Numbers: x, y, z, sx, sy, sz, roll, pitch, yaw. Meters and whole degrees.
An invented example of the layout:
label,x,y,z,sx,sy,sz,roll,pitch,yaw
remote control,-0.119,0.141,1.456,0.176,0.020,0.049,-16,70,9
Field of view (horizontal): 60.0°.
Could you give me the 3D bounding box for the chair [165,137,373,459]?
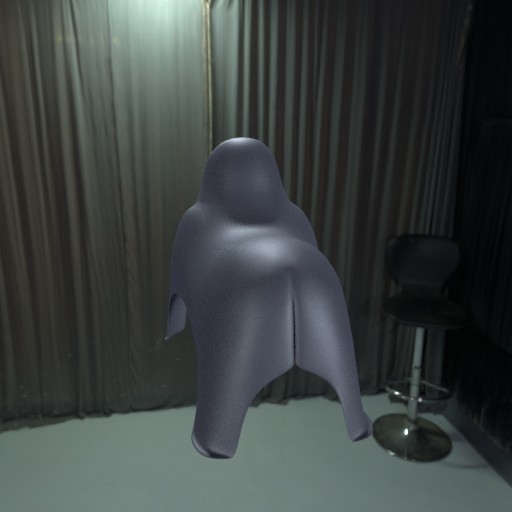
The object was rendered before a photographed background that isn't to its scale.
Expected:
label,x,y,z,sx,sy,sz,roll,pitch,yaw
chair,0.000,0.000,1.146,0.490,0.600,0.758,-3,14,-11
